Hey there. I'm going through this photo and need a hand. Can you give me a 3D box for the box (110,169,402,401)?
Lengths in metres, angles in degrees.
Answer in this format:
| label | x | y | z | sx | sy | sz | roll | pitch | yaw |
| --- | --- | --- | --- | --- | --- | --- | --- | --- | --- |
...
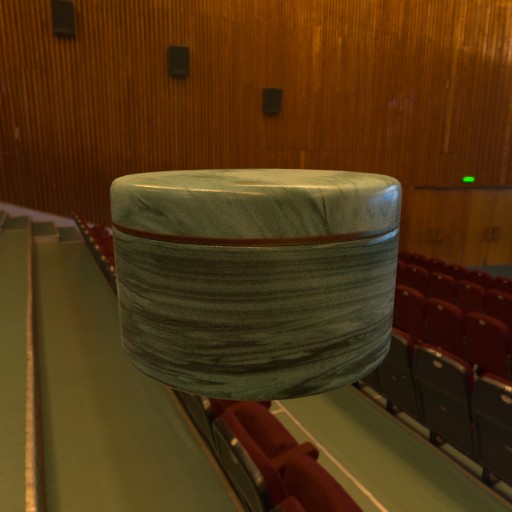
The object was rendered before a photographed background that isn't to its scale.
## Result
| label | x | y | z | sx | sy | sz | roll | pitch | yaw |
| --- | --- | --- | --- | --- | --- | --- | --- | --- | --- |
| box | 0.000 | 0.000 | 0.167 | 0.101 | 0.063 | 0.101 | 0 | 13 | 0 |
